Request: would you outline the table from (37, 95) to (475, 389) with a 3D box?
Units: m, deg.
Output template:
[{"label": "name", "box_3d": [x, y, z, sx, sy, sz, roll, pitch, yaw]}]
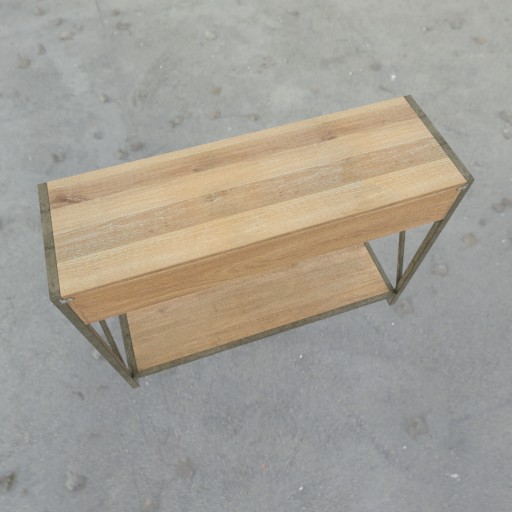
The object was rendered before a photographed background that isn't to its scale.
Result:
[{"label": "table", "box_3d": [0.000, 0.000, 1.456, 1.059, 0.763, 0.361, -16, 61, -9]}]
